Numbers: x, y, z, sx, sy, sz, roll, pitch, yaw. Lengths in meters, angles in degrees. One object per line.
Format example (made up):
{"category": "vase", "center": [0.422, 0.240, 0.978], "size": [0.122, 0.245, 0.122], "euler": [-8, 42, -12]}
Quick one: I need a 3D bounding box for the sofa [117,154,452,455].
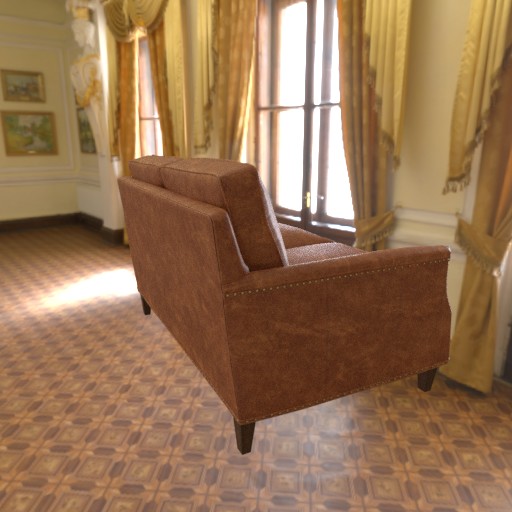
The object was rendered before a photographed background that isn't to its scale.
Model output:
{"category": "sofa", "center": [0.000, 0.000, 2.252], "size": [1.084, 1.003, 1.597], "euler": [-7, 16, -26]}
